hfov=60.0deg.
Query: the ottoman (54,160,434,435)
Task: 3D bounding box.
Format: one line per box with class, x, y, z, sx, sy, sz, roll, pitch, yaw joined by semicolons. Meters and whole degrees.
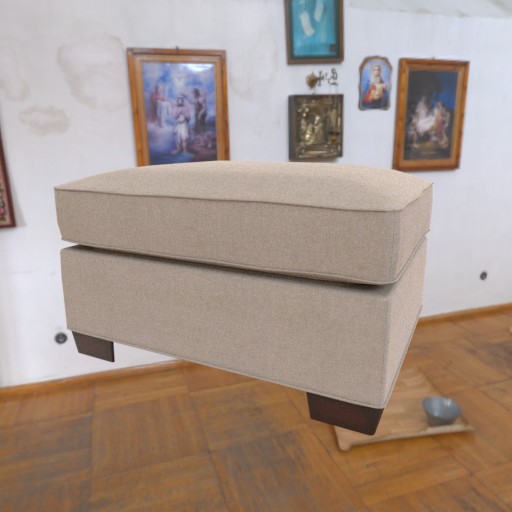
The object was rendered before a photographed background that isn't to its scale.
ottoman;0.000;0.000;1.223;0.846;0.503;0.617;7;16;26
